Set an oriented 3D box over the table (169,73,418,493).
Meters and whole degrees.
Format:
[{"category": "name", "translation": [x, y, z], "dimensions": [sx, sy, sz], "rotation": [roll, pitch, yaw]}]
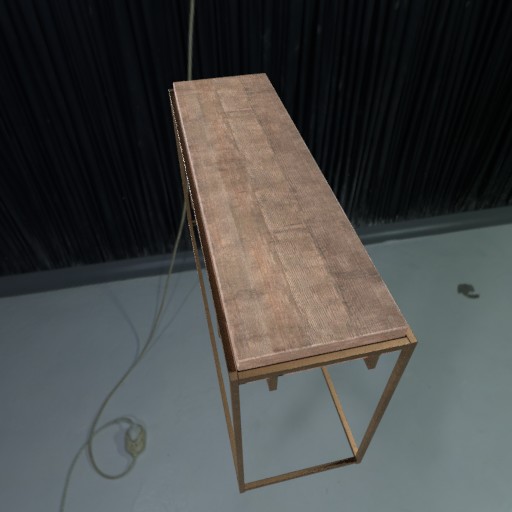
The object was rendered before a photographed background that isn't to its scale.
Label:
[{"category": "table", "translation": [0.000, 0.000, 1.725], "dimensions": [0.440, 0.820, 1.400], "rotation": [-10, 47, -9]}]
